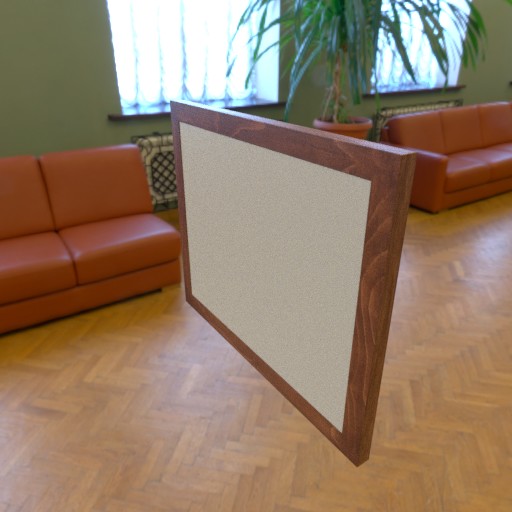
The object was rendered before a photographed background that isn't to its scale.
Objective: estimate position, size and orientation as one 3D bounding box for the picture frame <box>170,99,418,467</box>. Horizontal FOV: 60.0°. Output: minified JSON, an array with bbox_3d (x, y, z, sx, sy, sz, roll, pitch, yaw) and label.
[{"bbox_3d":[0.000,0.000,0.762,0.025,0.457,0.559,-17,30,-31],"label":"picture frame"}]
